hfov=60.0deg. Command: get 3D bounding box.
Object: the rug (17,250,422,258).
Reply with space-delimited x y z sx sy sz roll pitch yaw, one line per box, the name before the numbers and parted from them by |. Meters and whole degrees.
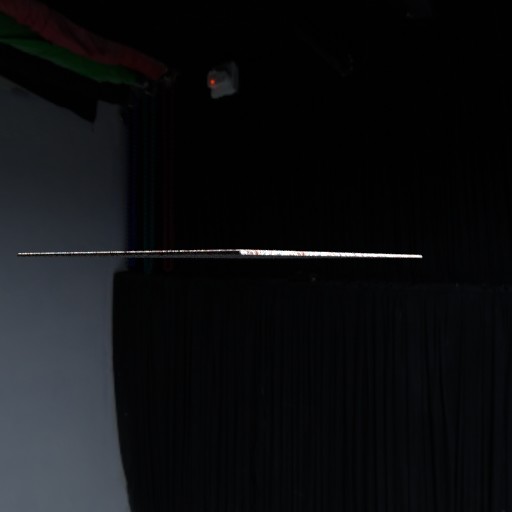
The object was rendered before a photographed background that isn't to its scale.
rug | 0.000 0.000 2.185 1.143 0.014 1.761 0 -1 35
